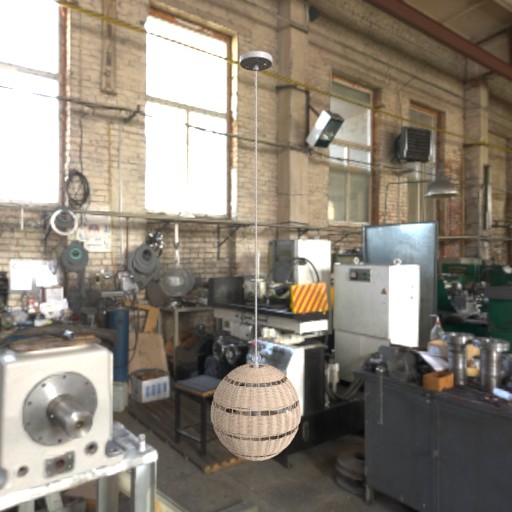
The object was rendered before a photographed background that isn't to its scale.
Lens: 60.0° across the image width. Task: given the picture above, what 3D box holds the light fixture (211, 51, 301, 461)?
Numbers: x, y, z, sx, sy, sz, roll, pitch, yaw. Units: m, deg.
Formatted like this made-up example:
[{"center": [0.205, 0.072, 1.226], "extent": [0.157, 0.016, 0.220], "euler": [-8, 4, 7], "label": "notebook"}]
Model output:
[{"center": [0.000, 0.000, 2.261], "extent": [0.457, 2.019, 0.457], "euler": [0, 0, 19], "label": "light fixture"}]
